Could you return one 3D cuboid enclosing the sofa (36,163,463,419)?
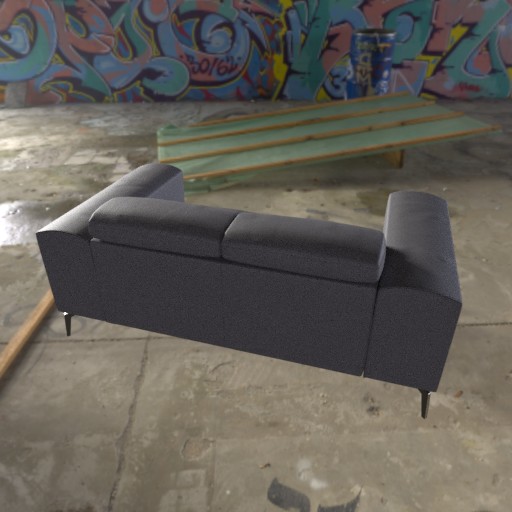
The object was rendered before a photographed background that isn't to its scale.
[{"bbox_3d":[0.000,0.000,2.353,1.895,0.779,1.003,9,32,15],"label":"sofa"}]
